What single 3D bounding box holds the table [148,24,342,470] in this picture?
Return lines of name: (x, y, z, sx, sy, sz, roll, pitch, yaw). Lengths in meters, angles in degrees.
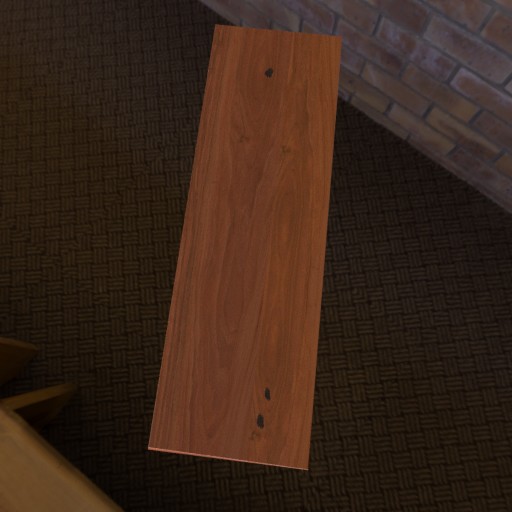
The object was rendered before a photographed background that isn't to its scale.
table: (0.000, 0.000, 1.452, 0.350, 0.750, 1.100, 6, 76, 2)
